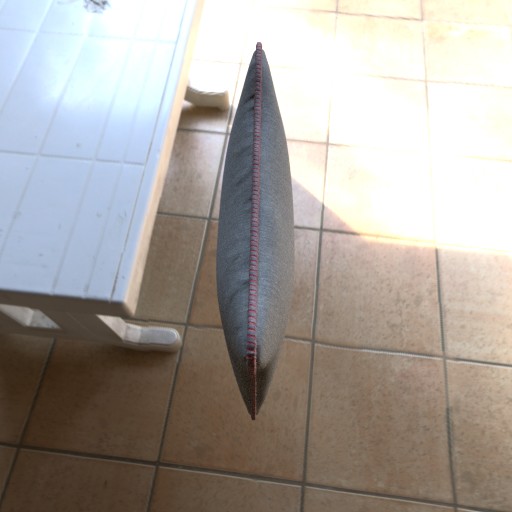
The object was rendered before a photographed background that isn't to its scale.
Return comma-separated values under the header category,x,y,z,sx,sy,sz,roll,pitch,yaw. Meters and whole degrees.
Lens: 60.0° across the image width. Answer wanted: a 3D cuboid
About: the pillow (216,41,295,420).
category,x,y,z,sx,sy,sz,roll,pitch,yaw
pillow,0.000,0.000,0.750,0.124,0.491,0.482,1,63,1
